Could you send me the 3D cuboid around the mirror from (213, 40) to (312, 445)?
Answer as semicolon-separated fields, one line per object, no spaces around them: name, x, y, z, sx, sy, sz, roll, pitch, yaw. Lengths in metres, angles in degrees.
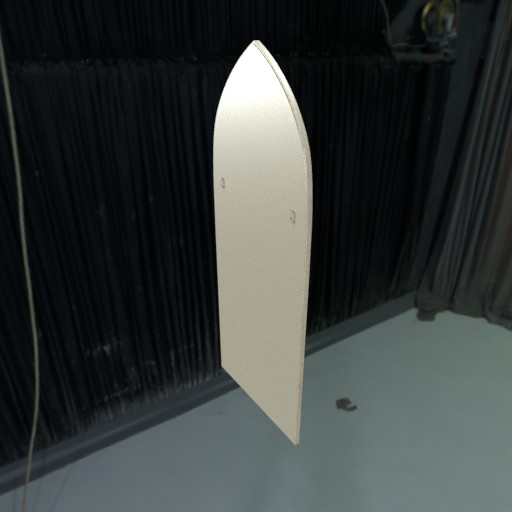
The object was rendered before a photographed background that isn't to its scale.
mirror;0.000;0.000;1.343;0.025;1.175;0.464;-17;31;-31
